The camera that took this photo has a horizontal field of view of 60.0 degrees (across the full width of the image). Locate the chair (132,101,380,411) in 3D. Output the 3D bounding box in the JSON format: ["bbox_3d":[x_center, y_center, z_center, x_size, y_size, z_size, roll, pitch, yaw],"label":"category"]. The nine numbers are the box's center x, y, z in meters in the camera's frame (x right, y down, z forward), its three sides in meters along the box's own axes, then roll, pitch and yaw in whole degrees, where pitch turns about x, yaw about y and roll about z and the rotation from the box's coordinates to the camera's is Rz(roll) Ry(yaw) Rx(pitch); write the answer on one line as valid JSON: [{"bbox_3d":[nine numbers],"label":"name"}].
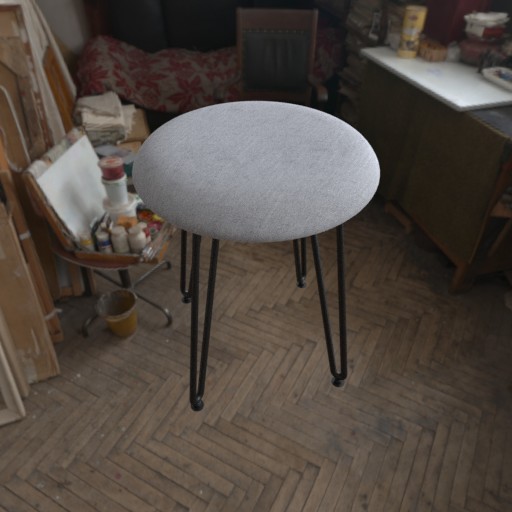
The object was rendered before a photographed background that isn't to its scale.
[{"bbox_3d":[0.000,0.000,0.669,0.350,0.386,0.350,24,47,25],"label":"chair"}]
